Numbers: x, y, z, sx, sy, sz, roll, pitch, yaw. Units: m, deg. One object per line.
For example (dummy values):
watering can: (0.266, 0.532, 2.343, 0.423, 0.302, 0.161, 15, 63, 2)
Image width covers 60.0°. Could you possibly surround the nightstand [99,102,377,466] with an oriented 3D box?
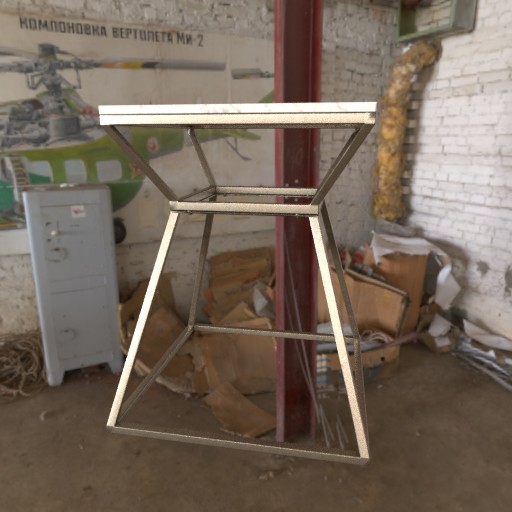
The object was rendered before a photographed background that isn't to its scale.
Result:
nightstand: (0.000, 0.000, 0.891, 0.455, 0.554, 0.455, 3, 15, 10)
